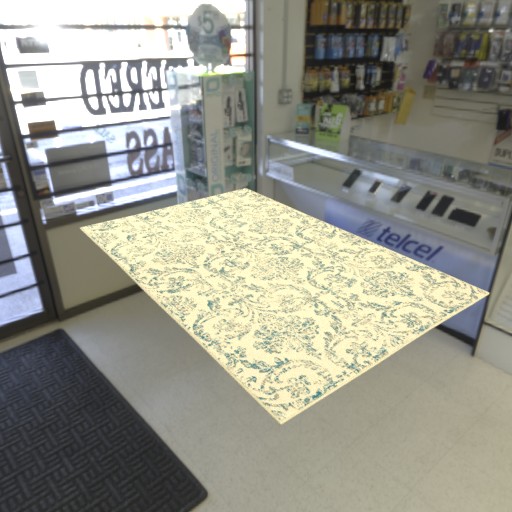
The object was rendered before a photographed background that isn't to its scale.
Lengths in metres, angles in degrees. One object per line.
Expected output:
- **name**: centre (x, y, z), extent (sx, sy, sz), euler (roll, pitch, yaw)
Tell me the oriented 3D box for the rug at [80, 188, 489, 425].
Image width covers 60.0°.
- **rug**: centre (0.000, 0.000, 3.426), extent (1.819, 0.018, 2.746), euler (-19, 33, -33)
